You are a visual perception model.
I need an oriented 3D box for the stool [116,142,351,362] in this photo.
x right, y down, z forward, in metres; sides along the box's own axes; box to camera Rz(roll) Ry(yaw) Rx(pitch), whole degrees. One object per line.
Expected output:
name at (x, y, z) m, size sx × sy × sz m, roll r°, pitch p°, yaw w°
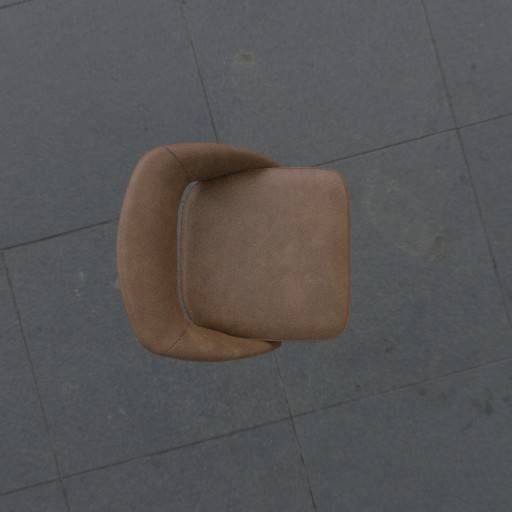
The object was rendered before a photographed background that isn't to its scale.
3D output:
stool at (0.000, 0.000, 1.318) m, size 0.509 × 1.037 × 0.494 m, roll 0°, pitch 89°, yaw 0°
